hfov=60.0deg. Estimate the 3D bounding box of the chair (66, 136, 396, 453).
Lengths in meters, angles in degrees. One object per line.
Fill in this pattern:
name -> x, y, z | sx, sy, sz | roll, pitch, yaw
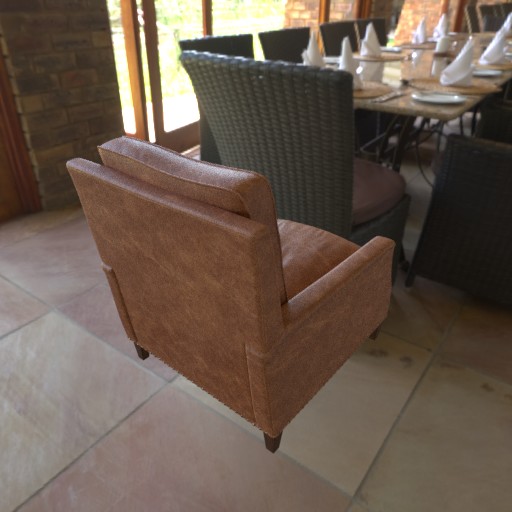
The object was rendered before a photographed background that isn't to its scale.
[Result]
chair -> 0.000, 0.000, 1.847 | 0.854, 1.054, 1.035 | 23, 37, 33
